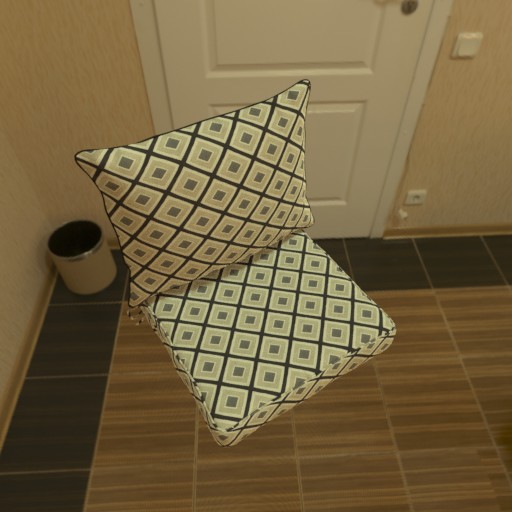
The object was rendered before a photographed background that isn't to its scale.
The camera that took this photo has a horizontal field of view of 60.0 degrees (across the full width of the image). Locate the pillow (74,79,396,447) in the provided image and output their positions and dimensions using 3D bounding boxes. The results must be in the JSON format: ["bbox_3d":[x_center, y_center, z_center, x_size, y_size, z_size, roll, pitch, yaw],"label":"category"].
[{"bbox_3d":[0.000,0.000,1.387,0.798,0.722,0.733,-25,53,-21],"label":"pillow"}]
